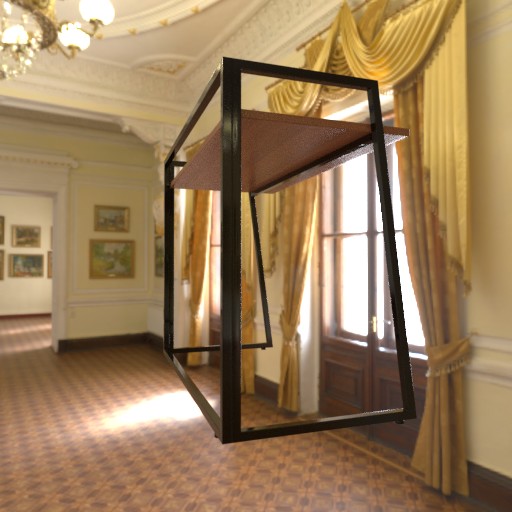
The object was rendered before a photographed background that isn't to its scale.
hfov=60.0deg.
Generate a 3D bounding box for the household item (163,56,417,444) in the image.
[{"bbox_3d":[0.000,0.000,1.547,0.510,0.860,1.050,0,-1,-19],"label":"household item"}]
